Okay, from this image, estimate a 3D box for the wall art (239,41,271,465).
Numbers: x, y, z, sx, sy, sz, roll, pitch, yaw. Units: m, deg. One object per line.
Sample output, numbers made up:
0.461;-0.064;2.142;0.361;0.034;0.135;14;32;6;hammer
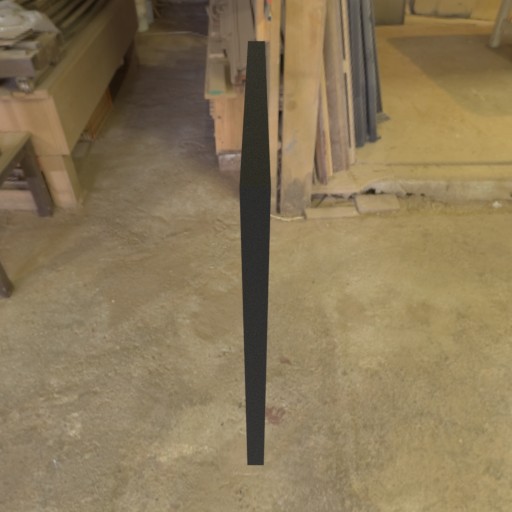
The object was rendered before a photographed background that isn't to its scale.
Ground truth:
0.000;0.000;0.754;0.029;0.559;0.457;0;41;0;wall art
